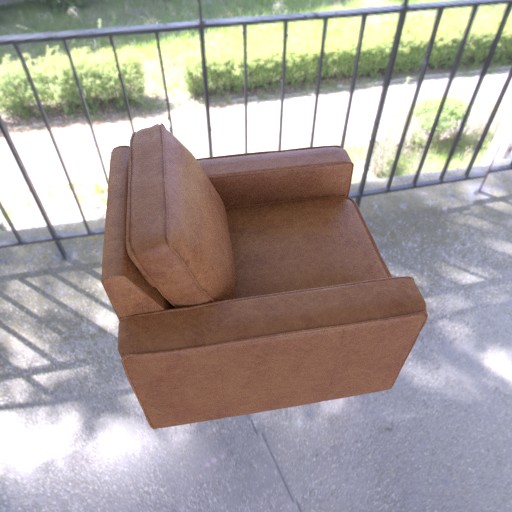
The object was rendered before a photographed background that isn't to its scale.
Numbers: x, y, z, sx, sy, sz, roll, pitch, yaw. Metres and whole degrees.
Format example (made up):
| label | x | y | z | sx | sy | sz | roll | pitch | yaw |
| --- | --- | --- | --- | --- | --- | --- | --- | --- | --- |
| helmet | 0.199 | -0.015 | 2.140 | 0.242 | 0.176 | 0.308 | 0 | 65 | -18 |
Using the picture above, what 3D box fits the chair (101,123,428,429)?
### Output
| label | x | y | z | sx | sy | sz | roll | pitch | yaw |
| --- | --- | --- | --- | --- | --- | --- | --- | --- | --- |
| chair | 0.000 | 0.000 | 1.759 | 1.027 | 0.901 | 0.987 | -10 | 49 | -8 |
